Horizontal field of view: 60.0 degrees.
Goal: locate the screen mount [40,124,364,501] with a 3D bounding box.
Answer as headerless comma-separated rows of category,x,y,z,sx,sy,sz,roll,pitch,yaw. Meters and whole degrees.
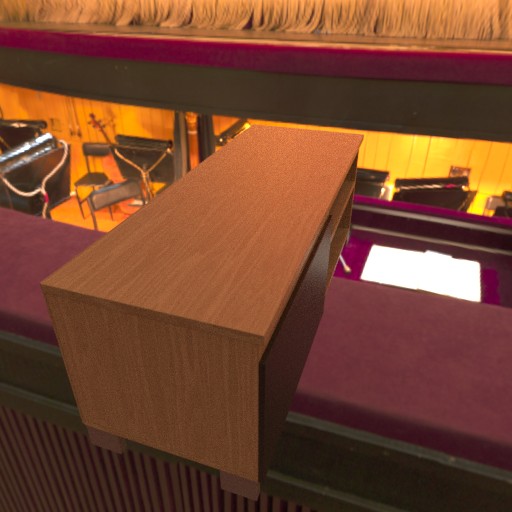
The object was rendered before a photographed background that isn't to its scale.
screen mount,0.000,0.000,1.246,0.406,0.432,1.084,10,33,16
